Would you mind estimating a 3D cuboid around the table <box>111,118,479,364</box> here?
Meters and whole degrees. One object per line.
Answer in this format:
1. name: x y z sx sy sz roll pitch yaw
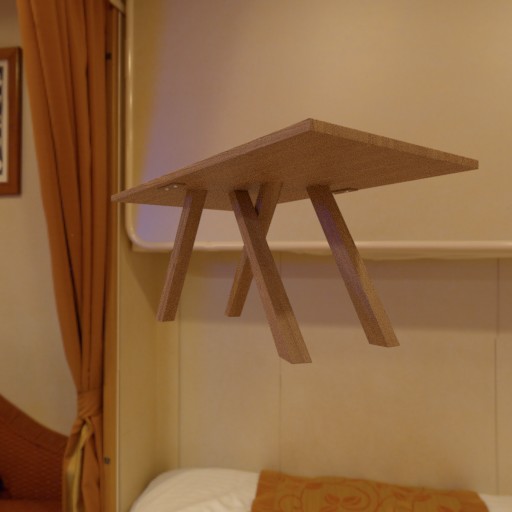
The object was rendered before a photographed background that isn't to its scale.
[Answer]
1. table: 0.000 0.000 2.233 0.901 0.750 1.797 1 -1 -35
